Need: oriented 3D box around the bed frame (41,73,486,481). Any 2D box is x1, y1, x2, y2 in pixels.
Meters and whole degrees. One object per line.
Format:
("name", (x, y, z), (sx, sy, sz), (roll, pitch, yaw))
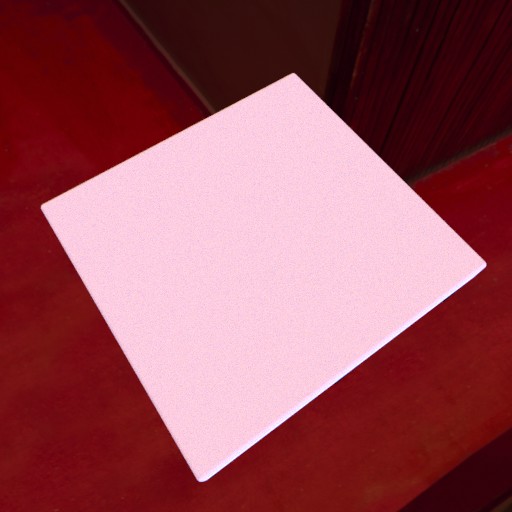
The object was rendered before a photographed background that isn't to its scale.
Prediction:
("bed frame", (0.000, 0.000, 3.061), (2.079, 0.659, 1.963), (-32, 69, -14))
